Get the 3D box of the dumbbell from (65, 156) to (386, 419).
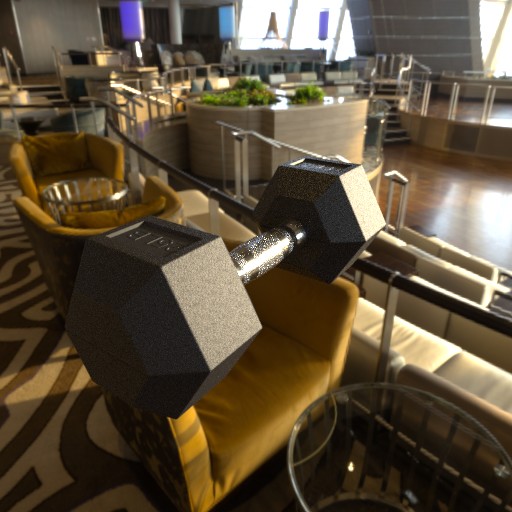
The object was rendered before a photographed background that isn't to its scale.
[{"bbox_3d":[0.000,0.000,0.380,0.129,0.113,0.315,17,31,31],"label":"dumbbell"}]
